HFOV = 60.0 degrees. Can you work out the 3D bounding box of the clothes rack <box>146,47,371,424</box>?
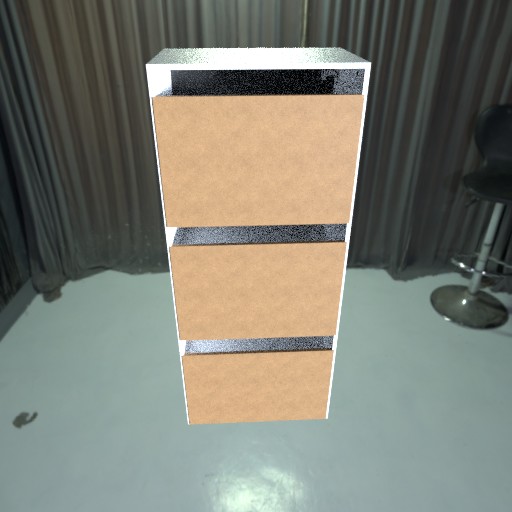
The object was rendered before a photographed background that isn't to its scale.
[{"bbox_3d":[0.000,0.000,1.427,0.500,1.187,0.330,-2,31,-3],"label":"clothes rack"}]
